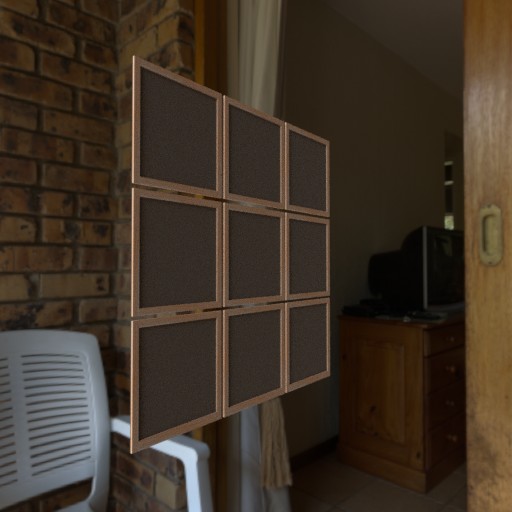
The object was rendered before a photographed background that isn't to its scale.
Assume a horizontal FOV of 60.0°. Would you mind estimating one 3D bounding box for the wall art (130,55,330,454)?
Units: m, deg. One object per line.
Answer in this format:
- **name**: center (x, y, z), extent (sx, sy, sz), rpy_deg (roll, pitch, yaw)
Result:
- **wall art**: center (0.000, 0.000, 2.292), extent (0.013, 1.525, 1.520), rpy_deg (-1, -2, 39)
